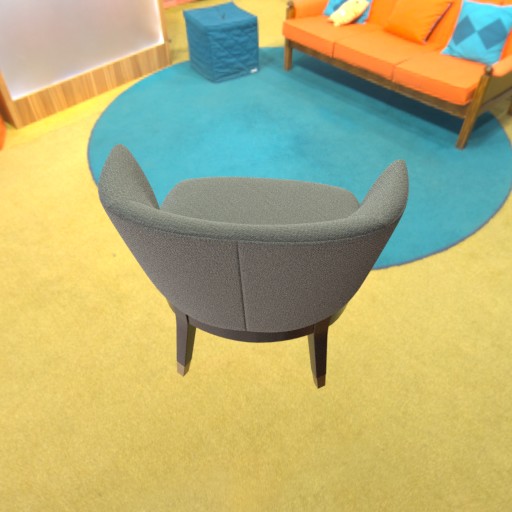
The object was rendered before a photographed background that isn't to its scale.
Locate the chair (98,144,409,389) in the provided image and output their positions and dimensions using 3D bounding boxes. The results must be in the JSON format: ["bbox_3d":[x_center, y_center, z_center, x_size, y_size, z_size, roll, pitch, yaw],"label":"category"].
[{"bbox_3d":[0.000,0.000,1.277,0.700,0.760,0.660,4,46,4],"label":"chair"}]
